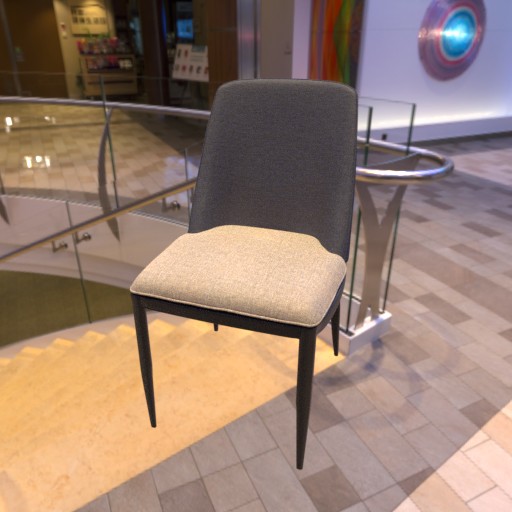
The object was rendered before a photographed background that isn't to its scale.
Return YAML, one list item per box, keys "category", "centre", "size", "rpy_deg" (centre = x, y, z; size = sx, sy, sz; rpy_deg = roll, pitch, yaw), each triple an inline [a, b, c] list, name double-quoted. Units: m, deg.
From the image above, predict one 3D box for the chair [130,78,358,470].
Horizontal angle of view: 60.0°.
- category: "chair"
  centre: [0.000, 0.000, 1.173]
  size: [0.480, 0.839, 0.551]
  rpy_deg: [8, 27, 17]
